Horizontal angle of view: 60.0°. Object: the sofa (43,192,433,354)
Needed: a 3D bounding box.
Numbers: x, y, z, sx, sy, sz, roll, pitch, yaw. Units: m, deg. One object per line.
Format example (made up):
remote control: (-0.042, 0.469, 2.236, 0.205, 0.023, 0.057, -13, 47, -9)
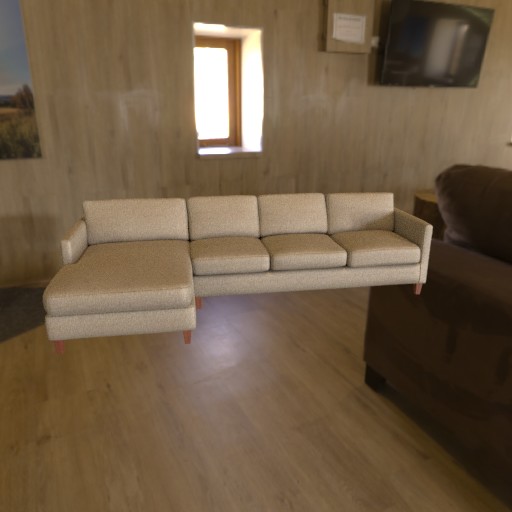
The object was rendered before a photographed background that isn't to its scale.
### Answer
sofa: (0.000, 0.000, 3.873, 3.201, 0.876, 1.502, -3, 18, -9)
